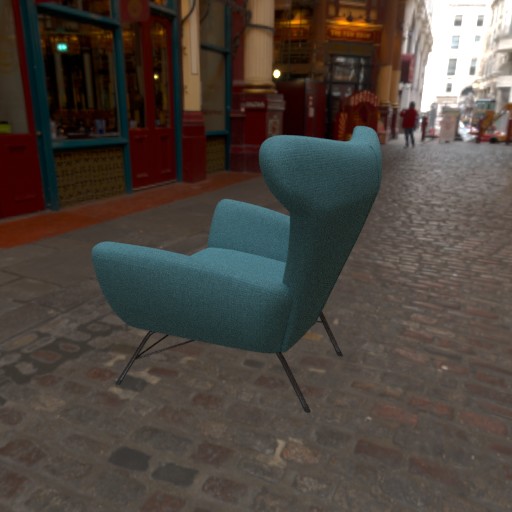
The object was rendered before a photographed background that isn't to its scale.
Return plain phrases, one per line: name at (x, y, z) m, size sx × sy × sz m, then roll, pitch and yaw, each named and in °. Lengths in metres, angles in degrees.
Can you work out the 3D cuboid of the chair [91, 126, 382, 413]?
chair at (0.000, 0.000, 1.766) m, size 0.900 × 0.980 × 1.050 m, roll 8°, pitch 20°, yaw 24°
